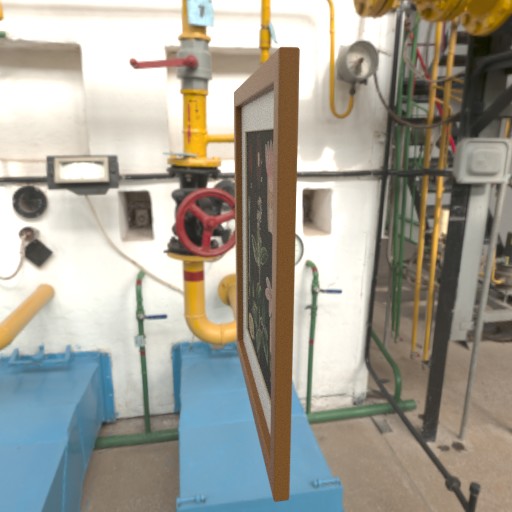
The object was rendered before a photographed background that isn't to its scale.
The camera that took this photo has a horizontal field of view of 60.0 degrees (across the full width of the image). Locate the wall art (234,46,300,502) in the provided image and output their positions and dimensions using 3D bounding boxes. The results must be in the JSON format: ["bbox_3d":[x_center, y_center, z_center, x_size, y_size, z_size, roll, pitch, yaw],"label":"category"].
[{"bbox_3d":[0.000,0.000,0.726,0.021,0.550,0.449,-2,15,-8],"label":"wall art"}]
